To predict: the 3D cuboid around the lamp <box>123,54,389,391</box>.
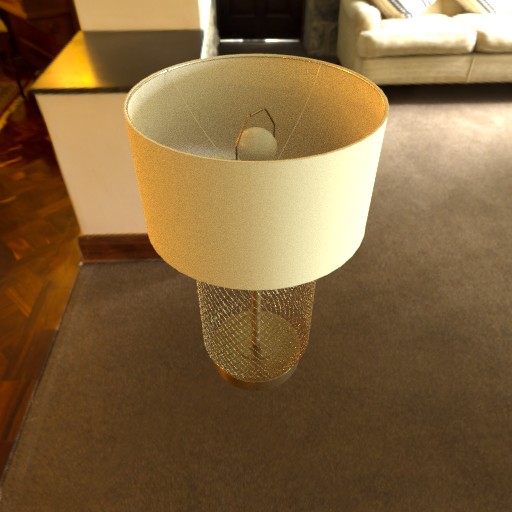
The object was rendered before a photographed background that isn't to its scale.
[{"bbox_3d":[0.000,0.000,0.791,0.353,0.578,0.353,0,42,0],"label":"lamp"}]
